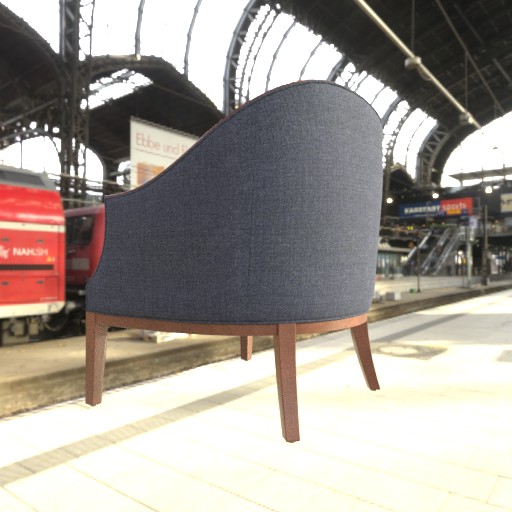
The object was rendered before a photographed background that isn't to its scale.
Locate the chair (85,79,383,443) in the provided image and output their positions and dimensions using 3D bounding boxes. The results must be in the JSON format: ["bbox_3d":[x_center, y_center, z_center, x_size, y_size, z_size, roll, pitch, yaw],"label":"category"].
[{"bbox_3d":[0.000,0.000,1.415,0.735,0.876,0.803,-1,-1,36],"label":"chair"}]
